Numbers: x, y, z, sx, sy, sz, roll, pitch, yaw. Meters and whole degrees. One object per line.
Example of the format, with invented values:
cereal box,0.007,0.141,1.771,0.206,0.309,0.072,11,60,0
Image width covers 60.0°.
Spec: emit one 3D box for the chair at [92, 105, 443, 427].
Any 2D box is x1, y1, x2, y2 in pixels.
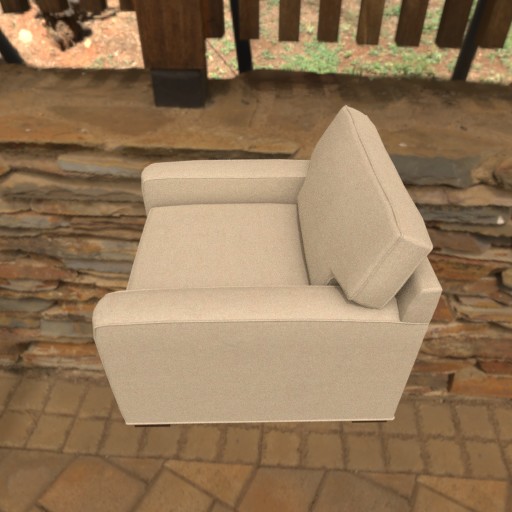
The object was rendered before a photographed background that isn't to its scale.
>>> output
chair,0.000,0.000,1.796,1.043,0.913,0.998,-1,41,-1
